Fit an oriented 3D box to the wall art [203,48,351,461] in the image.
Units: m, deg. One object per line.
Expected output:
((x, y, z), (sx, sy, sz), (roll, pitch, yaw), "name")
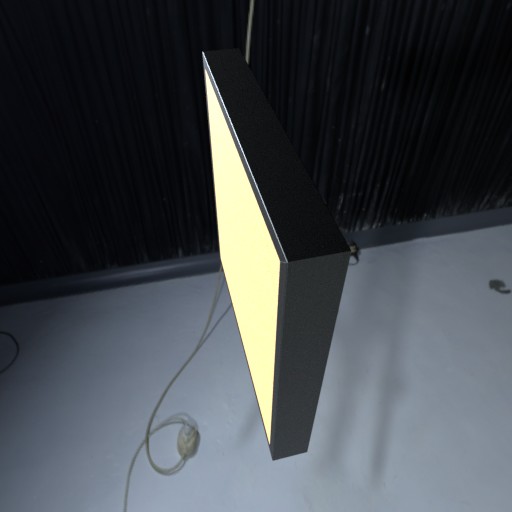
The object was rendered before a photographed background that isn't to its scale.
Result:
((0.000, 0.000, 0.461), (0.038, 0.304, 0.304), (-10, 47, -9), "wall art")
